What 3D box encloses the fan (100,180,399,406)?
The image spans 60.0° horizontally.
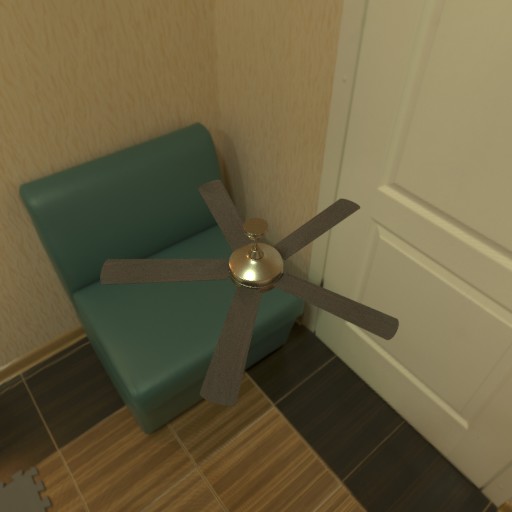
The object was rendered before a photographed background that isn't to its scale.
[{"bbox_3d":[0.000,0.000,1.975,1.321,0.356,1.321,16,48,15],"label":"fan"}]
